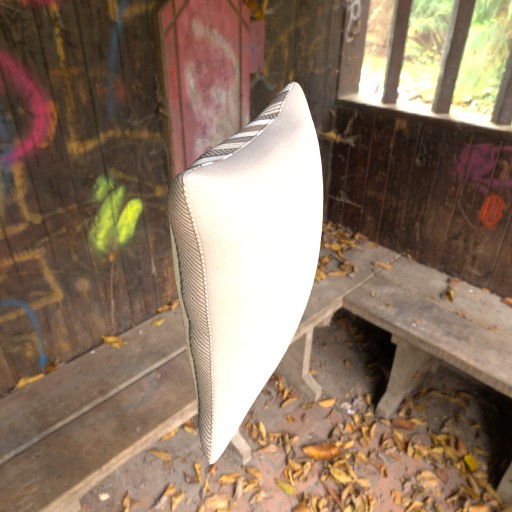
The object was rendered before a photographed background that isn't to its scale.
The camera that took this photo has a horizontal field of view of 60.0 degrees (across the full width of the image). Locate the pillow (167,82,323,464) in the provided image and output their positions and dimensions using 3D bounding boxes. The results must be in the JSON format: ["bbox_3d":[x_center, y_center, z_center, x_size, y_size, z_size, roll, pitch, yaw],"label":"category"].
[{"bbox_3d":[0.000,0.000,0.632,0.173,0.401,0.416,9,33,14],"label":"pillow"}]
